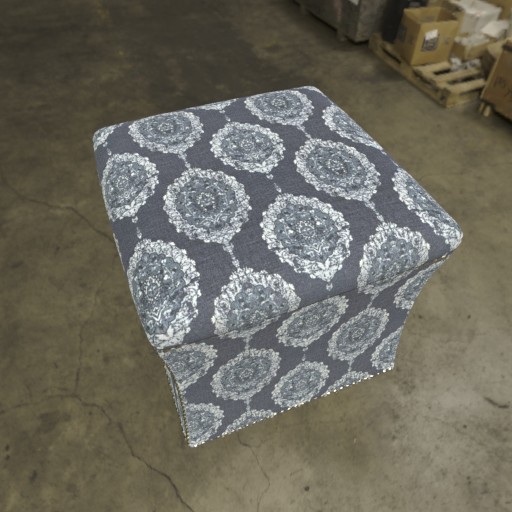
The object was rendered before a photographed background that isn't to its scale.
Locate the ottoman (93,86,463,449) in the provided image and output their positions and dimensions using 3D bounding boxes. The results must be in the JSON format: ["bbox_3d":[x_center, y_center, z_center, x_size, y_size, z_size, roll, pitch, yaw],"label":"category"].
[{"bbox_3d":[0.000,0.000,0.894,0.497,0.475,0.507,-16,50,-14],"label":"ottoman"}]
